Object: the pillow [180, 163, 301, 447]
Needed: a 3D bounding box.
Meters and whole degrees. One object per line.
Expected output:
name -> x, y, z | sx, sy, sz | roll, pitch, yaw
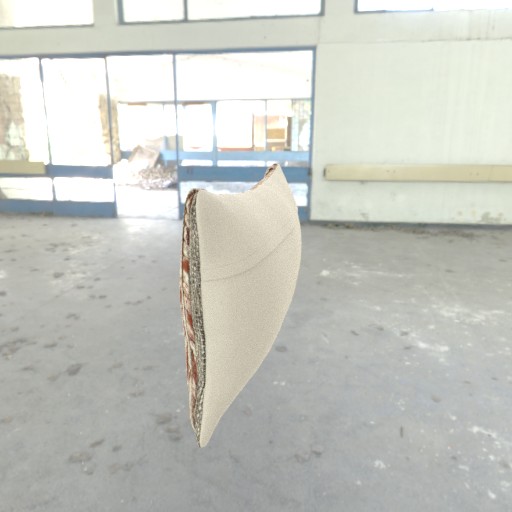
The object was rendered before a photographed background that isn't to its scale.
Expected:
pillow -> 0.000, 0.000, 0.745 | 0.139, 0.282, 0.635 | 3, 14, 10
